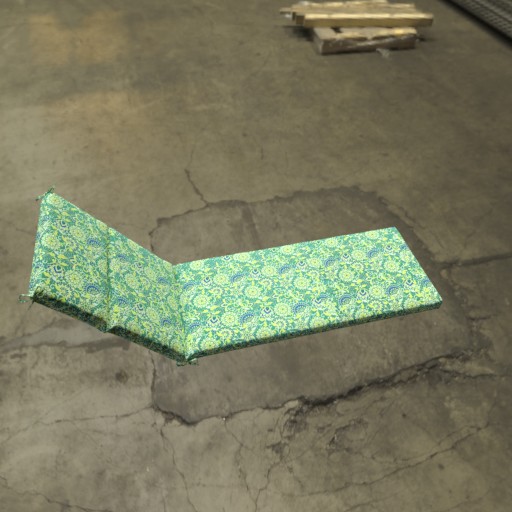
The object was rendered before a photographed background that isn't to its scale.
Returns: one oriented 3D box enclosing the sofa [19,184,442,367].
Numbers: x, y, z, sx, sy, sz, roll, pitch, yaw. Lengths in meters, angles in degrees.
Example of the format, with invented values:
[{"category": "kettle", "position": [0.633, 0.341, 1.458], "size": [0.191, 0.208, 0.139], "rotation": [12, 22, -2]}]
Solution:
[{"category": "sofa", "position": [0.000, 0.000, 1.900], "size": [1.663, 0.622, 0.582], "rotation": [-10, 48, -9]}]
